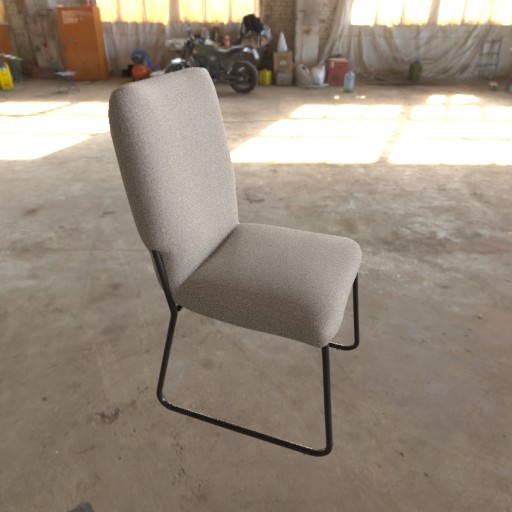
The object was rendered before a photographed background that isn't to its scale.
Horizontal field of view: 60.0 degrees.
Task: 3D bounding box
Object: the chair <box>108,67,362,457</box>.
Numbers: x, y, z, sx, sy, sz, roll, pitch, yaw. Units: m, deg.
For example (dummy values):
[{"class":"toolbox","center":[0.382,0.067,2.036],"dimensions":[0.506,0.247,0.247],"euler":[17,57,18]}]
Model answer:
[{"class":"chair","center":[0.000,0.000,1.163],"dimensions":[0.560,0.864,0.448],"euler":[11,32,18]}]
